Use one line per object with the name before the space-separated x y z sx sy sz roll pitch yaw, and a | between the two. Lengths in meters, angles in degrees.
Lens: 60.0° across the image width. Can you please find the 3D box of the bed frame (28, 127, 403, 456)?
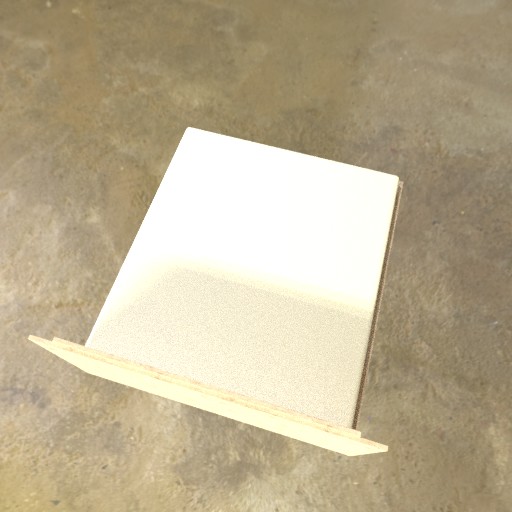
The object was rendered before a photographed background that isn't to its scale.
bed frame | 0.000 0.000 3.124 1.950 0.970 2.080 15 65 7
